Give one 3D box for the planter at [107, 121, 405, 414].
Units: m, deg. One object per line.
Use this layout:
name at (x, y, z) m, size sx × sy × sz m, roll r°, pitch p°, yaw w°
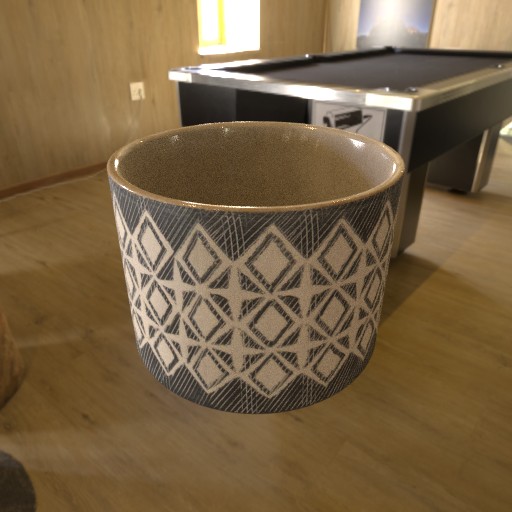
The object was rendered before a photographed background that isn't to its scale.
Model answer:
planter at (0.000, 0.000, 0.221) m, size 0.126 × 0.104 × 0.126 m, roll 0°, pitch 29°, yaw 0°
